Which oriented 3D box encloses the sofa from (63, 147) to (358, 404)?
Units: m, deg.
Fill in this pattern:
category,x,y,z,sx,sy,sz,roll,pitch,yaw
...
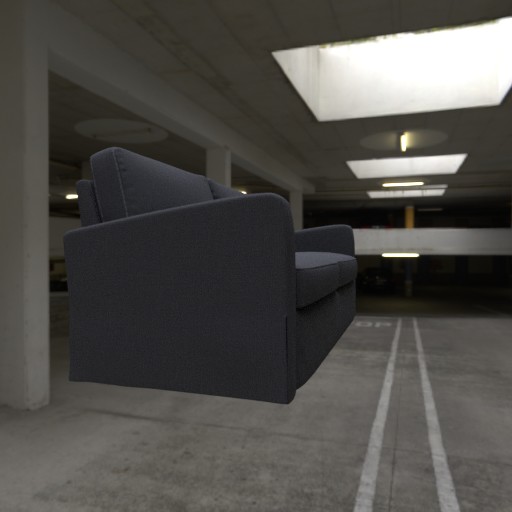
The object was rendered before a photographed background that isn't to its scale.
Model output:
category,x,y,z,sx,sy,sz,roll,pitch,yaw
sofa,0.000,0.000,2.275,0.898,0.839,1.852,0,1,19
